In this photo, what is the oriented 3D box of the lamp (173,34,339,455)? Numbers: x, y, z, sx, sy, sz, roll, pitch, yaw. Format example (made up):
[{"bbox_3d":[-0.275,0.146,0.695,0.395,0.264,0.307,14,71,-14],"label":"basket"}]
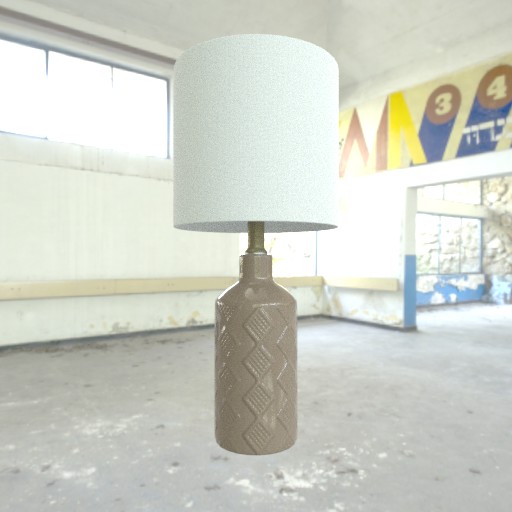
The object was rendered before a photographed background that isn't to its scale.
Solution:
[{"bbox_3d":[0.000,0.000,0.562,0.207,0.461,0.207,0,-1,-35],"label":"lamp"}]
